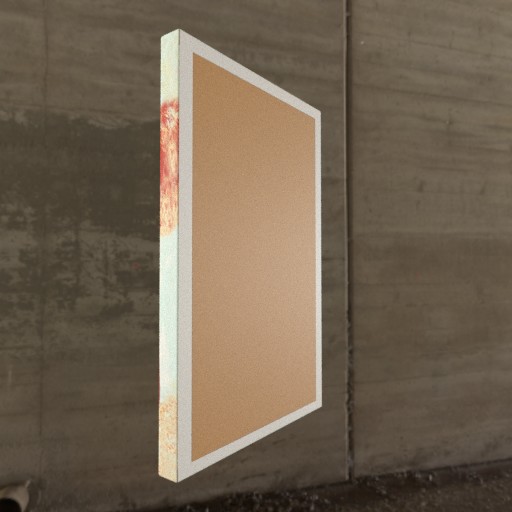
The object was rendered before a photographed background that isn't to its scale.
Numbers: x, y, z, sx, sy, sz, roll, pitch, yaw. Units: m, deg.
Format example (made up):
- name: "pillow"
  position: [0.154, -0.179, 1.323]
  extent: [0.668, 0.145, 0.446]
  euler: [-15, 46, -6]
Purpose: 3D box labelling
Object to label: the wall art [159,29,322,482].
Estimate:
- name: "wall art"
  position: [0.000, 0.000, 0.764]
  extent: [0.038, 0.610, 0.401]
  euler: [-1, -2, 37]
